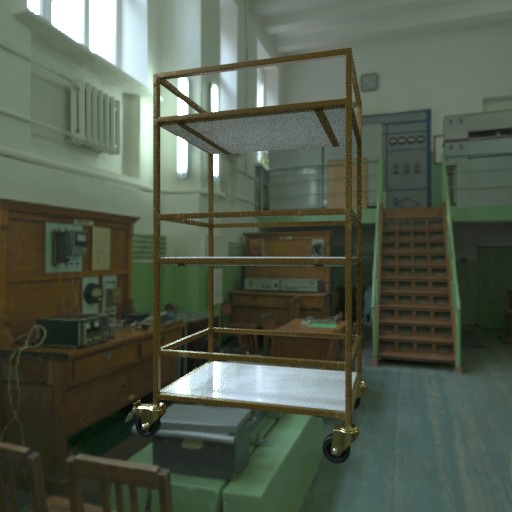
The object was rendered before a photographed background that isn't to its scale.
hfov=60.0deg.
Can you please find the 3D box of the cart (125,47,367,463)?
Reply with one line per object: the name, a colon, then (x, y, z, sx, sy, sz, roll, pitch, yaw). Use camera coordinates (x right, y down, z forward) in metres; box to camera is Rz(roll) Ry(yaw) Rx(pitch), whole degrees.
cart: (0.000, 0.000, 1.019, 0.483, 0.761, 0.332, 0, 0, 17)
